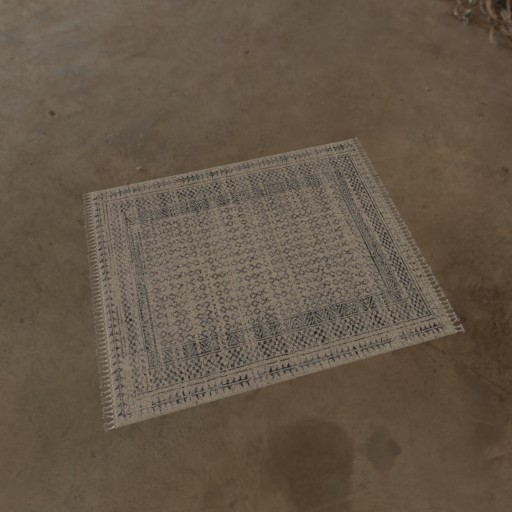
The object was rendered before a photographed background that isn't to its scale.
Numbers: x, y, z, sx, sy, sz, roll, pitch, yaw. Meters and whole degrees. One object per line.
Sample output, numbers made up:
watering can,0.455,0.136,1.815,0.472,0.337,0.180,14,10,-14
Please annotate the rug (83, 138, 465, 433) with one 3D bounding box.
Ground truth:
rug,0.000,0.000,3.994,2.940,0.013,2.312,-13,59,-8
